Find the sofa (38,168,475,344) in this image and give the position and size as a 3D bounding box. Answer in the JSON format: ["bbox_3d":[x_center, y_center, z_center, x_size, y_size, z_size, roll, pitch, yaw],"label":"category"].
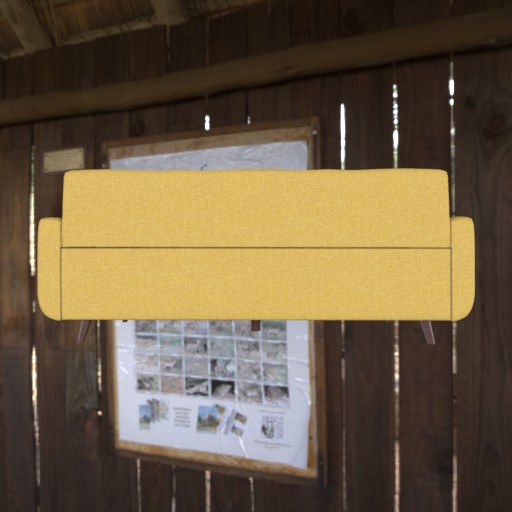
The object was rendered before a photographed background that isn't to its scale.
[{"bbox_3d":[0.000,0.000,2.496,2.029,0.841,0.909,0,0,1],"label":"sofa"}]
